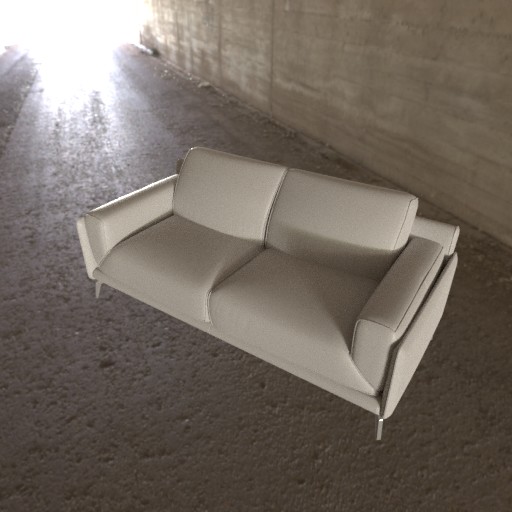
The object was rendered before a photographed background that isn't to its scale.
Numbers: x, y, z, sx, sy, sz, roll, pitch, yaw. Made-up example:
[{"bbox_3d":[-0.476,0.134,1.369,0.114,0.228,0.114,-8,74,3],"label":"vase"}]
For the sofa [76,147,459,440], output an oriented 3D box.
[{"bbox_3d":[0.000,0.000,2.661,2.101,0.930,1.049,19,36,28],"label":"sofa"}]
